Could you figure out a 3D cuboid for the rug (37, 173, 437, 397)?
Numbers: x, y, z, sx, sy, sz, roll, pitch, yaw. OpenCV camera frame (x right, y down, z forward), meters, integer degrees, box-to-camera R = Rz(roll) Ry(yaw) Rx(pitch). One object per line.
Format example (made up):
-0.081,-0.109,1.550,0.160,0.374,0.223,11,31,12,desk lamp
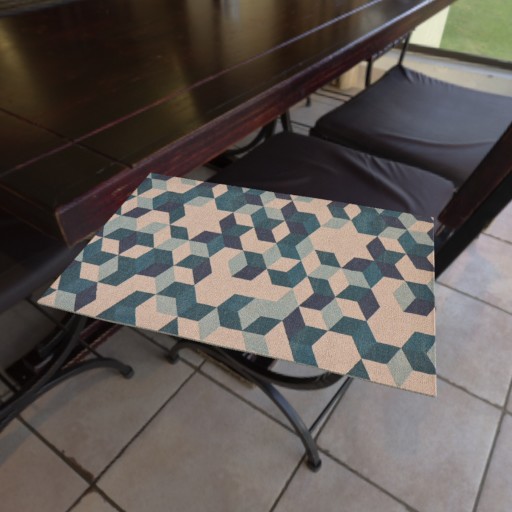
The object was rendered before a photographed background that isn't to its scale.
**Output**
0.000,0.000,2.371,1.829,0.014,1.235,11,43,12,rug
